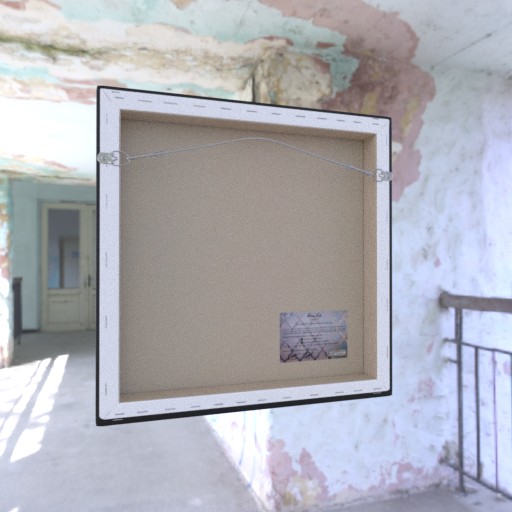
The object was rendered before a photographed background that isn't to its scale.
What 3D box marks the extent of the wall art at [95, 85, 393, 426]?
[{"bbox_3d":[0.000,0.000,0.599,0.406,0.407,0.041,0,0,-17],"label":"wall art"}]
